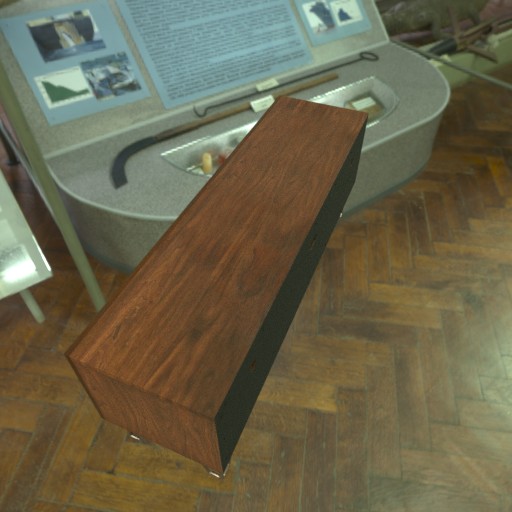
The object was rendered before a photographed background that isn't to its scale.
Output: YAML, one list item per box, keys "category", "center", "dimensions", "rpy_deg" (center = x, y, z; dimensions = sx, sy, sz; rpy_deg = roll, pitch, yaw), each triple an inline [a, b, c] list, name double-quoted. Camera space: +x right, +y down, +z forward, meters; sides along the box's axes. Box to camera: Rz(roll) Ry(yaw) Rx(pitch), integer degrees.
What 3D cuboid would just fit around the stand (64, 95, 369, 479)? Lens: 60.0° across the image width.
- category: "stand"
  center: [0.000, 0.000, 1.881]
  dimensions: [0.481, 0.610, 1.626]
  rpy_deg: [17, 49, 16]
